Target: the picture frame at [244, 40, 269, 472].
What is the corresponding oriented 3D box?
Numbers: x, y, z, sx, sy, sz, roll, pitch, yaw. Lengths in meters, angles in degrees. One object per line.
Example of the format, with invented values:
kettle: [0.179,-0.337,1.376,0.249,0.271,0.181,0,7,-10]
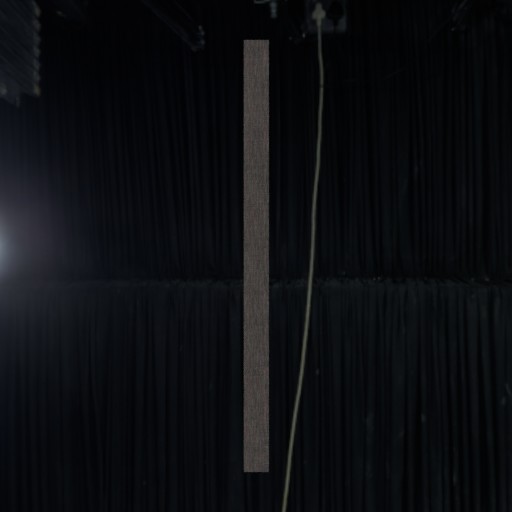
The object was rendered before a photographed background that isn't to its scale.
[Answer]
picture frame: [0.000,0.000,0.740,0.026,0.455,0.546,0,0,0]
